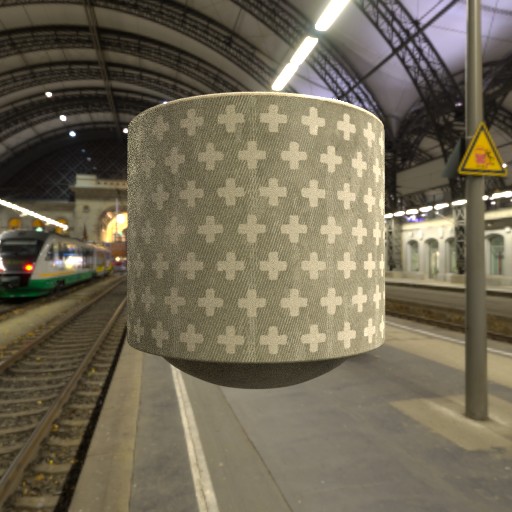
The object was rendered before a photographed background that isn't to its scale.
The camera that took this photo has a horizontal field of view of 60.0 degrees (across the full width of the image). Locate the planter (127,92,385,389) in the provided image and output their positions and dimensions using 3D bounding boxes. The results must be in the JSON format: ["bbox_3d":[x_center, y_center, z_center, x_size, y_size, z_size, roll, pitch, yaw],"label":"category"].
[{"bbox_3d":[0.000,0.000,0.448,0.250,0.239,0.250,0,-1,0],"label":"planter"}]
